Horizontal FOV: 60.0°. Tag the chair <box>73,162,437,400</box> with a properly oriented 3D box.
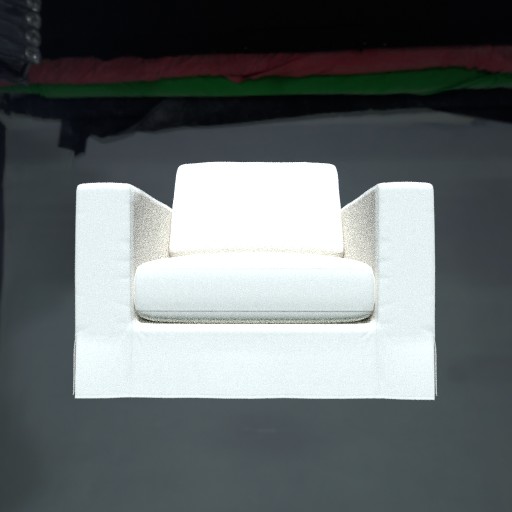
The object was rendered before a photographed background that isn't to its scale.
[{"bbox_3d":[0.000,0.000,1.817,1.150,0.878,0.957,0,-1,1],"label":"chair"}]
